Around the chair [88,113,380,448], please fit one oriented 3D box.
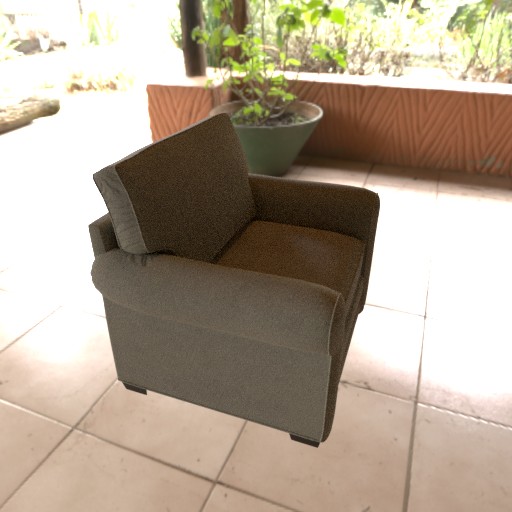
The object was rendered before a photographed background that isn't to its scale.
[{"bbox_3d":[0.000,0.000,1.963,0.939,1.044,1.147,10,31,18],"label":"chair"}]
